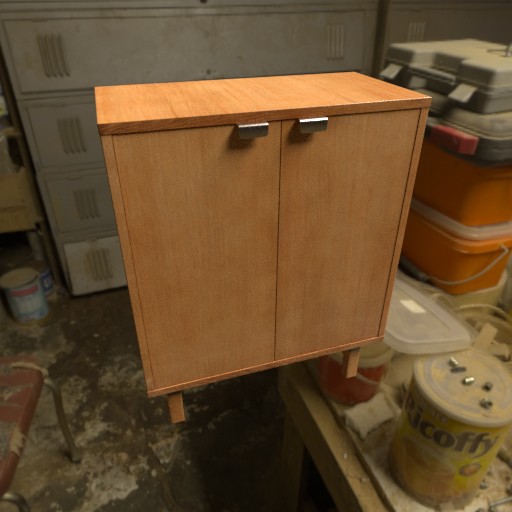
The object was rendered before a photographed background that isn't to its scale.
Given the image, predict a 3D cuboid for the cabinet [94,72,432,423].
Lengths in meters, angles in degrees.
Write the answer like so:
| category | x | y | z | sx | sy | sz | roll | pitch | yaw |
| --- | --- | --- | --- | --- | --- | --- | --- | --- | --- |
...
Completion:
| category | x | y | z | sx | sy | sz | roll | pitch | yaw |
| --- | --- | --- | --- | --- | --- | --- | --- | --- | --- |
| cabinet | 0.000 | 0.000 | 1.417 | 0.800 | 1.001 | 0.419 | -10 | 33 | -15 |
